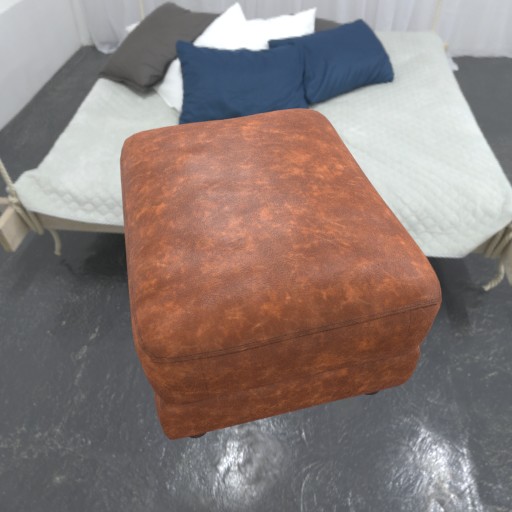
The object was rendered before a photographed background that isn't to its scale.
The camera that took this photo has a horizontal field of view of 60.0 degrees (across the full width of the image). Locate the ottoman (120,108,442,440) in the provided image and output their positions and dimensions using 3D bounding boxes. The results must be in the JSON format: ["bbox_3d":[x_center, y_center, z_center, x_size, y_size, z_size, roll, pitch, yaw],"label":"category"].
[{"bbox_3d":[0.000,0.000,1.236,0.657,0.562,0.832,-10,47,-10],"label":"ottoman"}]
